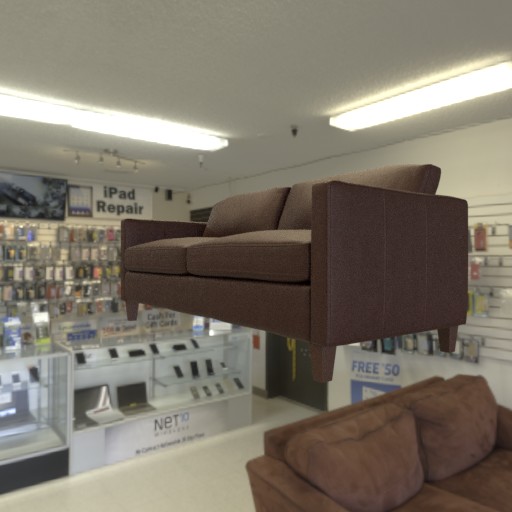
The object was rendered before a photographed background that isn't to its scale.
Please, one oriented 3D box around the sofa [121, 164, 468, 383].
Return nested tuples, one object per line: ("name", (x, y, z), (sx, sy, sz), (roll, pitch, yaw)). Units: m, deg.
("sofa", (0.000, 0.000, 2.470), (0.923, 0.863, 1.971), (0, 0, -36))
